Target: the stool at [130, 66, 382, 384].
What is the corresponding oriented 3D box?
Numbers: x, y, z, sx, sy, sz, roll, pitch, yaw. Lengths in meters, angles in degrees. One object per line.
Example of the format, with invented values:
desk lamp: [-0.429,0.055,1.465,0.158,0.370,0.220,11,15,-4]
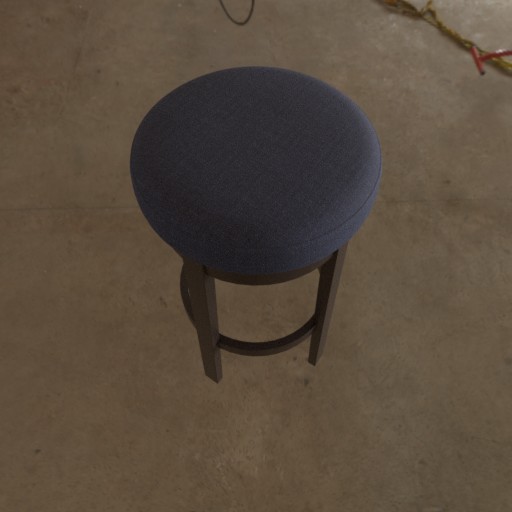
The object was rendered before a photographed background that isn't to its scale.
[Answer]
stool: [0.000,0.000,1.041,0.446,0.758,0.446,0,58,0]
